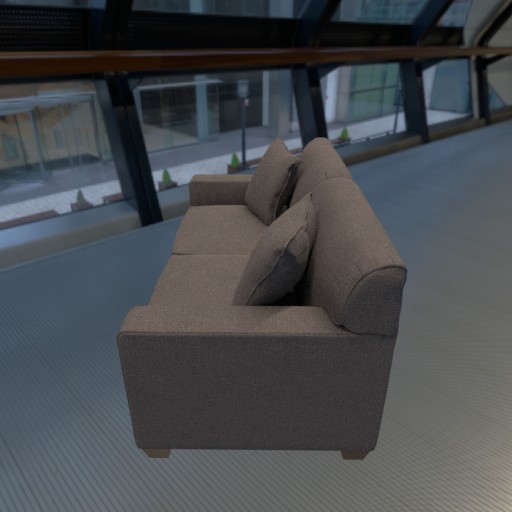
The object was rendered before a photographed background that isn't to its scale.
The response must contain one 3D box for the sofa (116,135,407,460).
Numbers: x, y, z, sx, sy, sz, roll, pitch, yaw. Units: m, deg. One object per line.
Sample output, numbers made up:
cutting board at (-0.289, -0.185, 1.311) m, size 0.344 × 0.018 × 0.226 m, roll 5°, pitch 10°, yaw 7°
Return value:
sofa at (0.000, 0.000, 2.370) m, size 1.000 × 0.958 × 1.846 m, roll 0°, pitch 27°, yaw 1°
